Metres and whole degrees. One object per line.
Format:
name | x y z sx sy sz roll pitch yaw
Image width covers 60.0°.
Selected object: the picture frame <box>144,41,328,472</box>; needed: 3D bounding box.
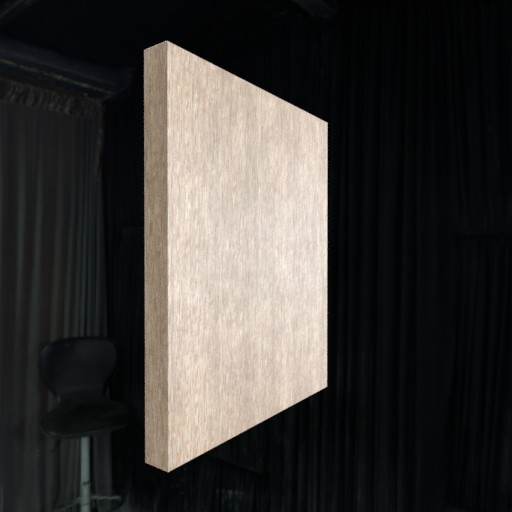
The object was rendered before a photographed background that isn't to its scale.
picture frame | 0.000 0.000 0.725 0.043 0.526 0.424 0 1 36
